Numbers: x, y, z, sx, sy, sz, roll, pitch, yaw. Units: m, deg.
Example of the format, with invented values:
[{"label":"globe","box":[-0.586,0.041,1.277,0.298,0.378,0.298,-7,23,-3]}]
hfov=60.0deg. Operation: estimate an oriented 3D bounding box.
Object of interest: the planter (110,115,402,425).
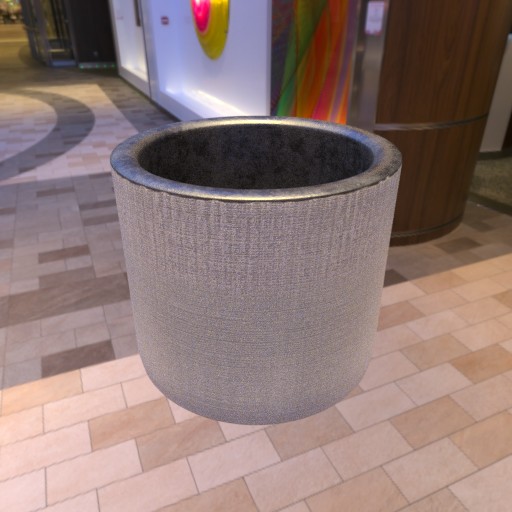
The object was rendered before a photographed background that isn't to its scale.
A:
[{"label":"planter","box":[0.000,0.000,0.220,0.125,0.112,0.125,0,29,0]}]
